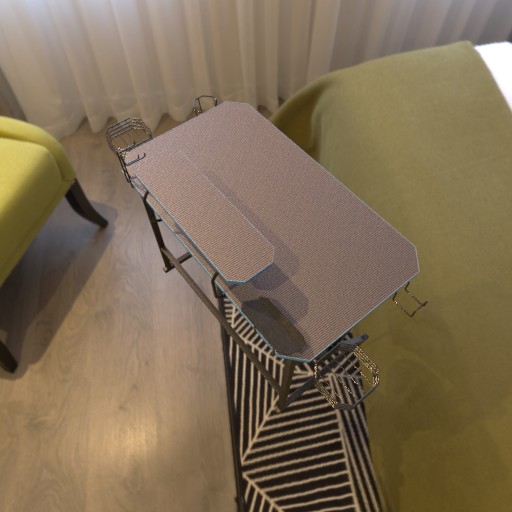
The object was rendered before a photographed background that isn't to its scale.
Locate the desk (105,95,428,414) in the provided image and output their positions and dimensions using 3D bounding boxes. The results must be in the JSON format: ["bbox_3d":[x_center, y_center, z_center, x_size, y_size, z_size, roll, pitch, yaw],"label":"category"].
[{"bbox_3d":[0.000,0.000,1.705,0.594,0.909,1.295,-34,64,-19],"label":"desk"}]
